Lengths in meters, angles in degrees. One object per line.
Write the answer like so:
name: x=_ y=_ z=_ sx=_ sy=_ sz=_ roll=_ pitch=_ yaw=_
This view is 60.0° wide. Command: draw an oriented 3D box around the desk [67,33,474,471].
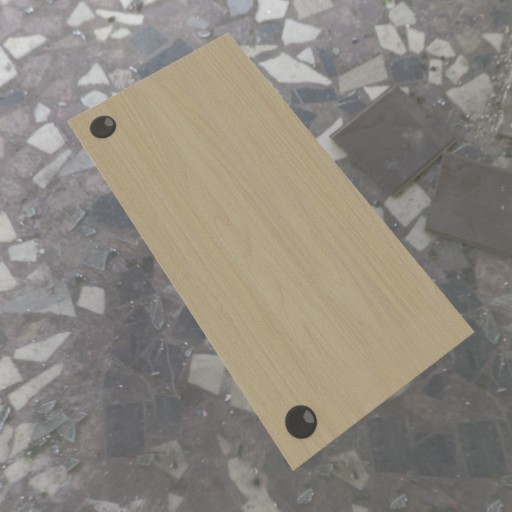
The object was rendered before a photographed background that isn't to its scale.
desk: x=0.000 y=0.000 z=1.638 sx=0.600 sy=0.750 sz=1.200 roll=-33 pitch=76 yaw=-9
